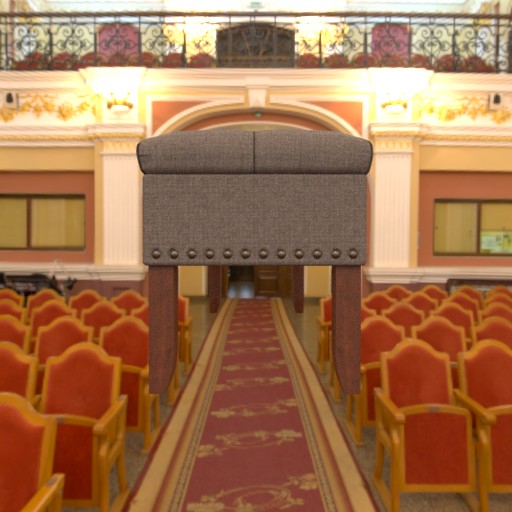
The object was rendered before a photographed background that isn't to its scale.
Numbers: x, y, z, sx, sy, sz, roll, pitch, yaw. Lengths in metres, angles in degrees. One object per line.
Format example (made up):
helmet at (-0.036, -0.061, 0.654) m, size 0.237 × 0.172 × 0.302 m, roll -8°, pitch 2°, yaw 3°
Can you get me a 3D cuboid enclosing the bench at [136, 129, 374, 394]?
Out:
bench at (0.000, 0.000, 1.283) m, size 0.417 × 0.470 × 1.052 m, roll 0°, pitch 1°, yaw 0°
